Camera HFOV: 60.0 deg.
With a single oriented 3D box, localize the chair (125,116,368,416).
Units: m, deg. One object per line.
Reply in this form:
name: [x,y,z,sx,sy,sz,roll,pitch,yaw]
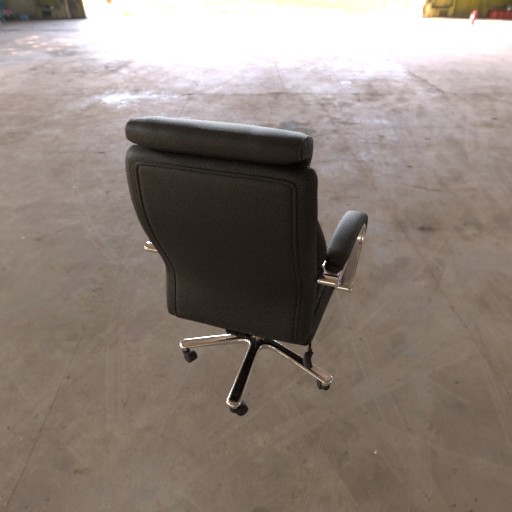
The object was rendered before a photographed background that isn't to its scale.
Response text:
chair: [0.000,0.000,1.681,0.755,1.183,0.790,10,34,16]
